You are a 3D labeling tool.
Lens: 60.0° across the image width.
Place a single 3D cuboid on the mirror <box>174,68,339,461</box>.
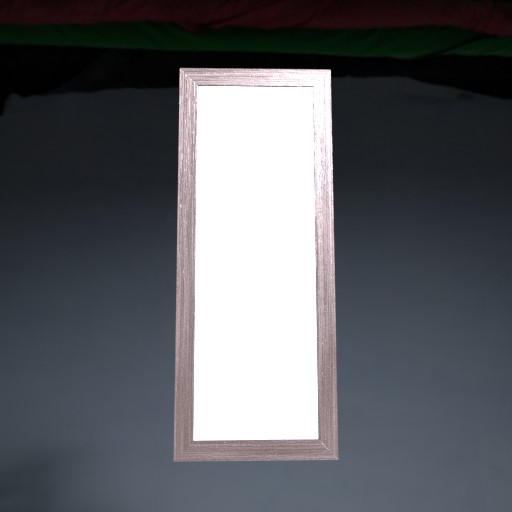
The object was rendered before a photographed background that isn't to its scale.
[{"bbox_3d":[0.000,0.000,2.301,0.812,2.020,0.221,0,-1,-1],"label":"mirror"}]
